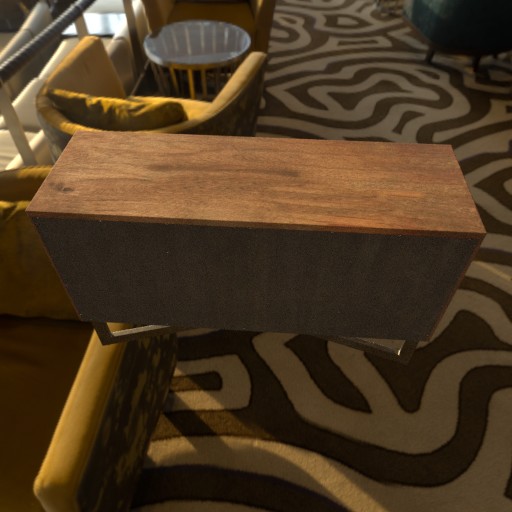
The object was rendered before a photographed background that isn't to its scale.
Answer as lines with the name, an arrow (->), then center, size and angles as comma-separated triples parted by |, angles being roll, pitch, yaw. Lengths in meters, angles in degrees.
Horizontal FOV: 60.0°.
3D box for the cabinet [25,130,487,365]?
cabinet -> 0.000, 0.000, 1.774 | 1.373, 0.812, 0.480 | 3, 47, 3
